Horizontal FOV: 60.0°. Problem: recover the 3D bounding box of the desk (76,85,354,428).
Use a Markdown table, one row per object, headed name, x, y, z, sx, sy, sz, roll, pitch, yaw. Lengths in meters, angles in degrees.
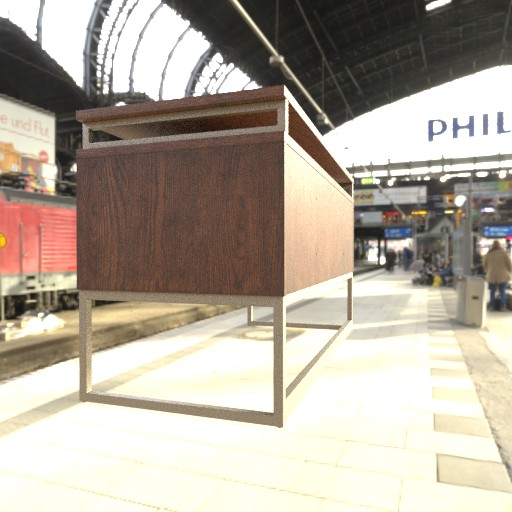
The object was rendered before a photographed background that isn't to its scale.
| name | x | y | z | sx | sy | sz | roll | pitch | yaw |
| --- | --- | --- | --- | --- | --- | --- | --- | --- | --- |
| desk | 0.000 | 0.000 | 1.766 | 0.610 | 0.792 | 1.384 | 0 | 0 | 19 |
